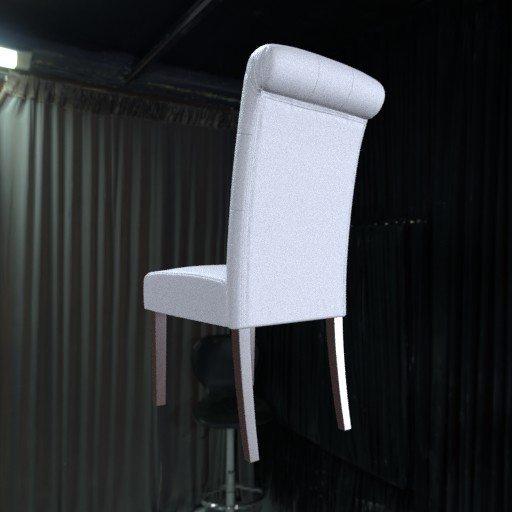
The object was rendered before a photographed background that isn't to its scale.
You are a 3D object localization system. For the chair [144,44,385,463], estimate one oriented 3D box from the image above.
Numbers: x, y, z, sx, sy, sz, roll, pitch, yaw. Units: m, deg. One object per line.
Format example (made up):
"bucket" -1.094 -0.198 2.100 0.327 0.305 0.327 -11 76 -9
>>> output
"chair" 0.000 0.000 1.364 0.456 1.006 0.671 0 0 -36
